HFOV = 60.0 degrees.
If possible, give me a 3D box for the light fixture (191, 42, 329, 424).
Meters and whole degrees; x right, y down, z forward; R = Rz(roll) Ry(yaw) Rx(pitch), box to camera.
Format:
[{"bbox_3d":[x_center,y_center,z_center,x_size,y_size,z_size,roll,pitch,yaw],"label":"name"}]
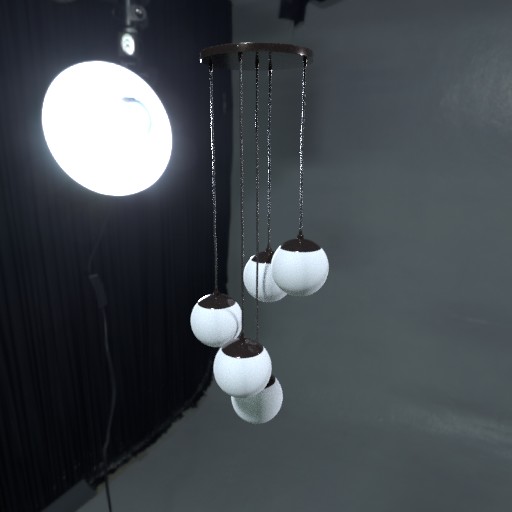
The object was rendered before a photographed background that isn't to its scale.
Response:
[{"bbox_3d":[0.000,0.000,1.511,0.489,1.271,0.484,8,16,27],"label":"light fixture"}]
